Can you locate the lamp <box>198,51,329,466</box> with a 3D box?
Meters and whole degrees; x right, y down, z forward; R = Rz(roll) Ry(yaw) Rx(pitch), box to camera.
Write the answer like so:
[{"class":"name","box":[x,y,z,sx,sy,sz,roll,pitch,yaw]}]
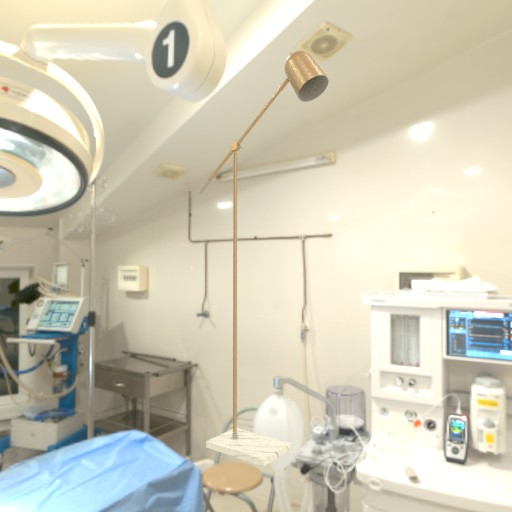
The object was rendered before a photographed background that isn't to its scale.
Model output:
[{"class":"lamp","box":[0.000,0.000,1.829,0.653,1.594,0.194,-1,-2,37]}]
